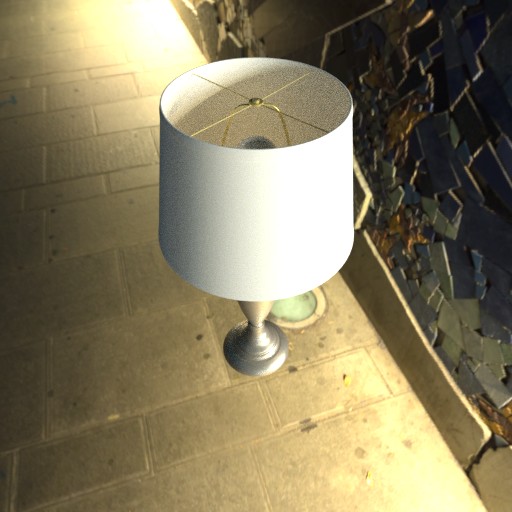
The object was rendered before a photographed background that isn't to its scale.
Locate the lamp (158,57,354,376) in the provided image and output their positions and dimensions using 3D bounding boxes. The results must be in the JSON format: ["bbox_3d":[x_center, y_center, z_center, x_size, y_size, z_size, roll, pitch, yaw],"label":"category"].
[{"bbox_3d":[0.000,0.000,0.809,0.328,0.612,0.328,0,46,0],"label":"lamp"}]
